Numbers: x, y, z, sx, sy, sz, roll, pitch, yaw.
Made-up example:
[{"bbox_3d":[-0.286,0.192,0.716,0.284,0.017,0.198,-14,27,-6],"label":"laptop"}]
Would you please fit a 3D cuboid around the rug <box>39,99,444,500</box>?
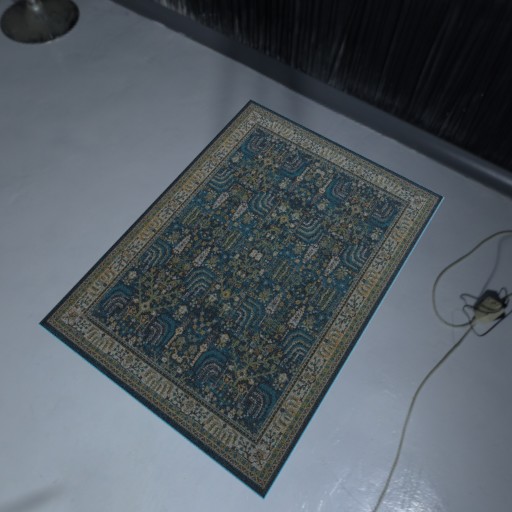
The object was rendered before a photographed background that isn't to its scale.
[{"bbox_3d":[0.000,0.000,3.900,2.226,0.015,3.044,31,67,15],"label":"rug"}]
